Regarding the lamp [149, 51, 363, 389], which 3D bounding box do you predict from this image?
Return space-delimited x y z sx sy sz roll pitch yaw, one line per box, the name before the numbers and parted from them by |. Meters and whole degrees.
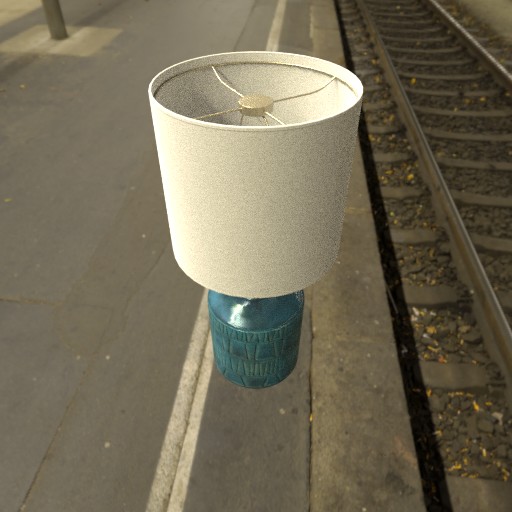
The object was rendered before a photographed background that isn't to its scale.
lamp | 0.000 0.000 0.590 0.211 0.455 0.211 -10 41 -12
